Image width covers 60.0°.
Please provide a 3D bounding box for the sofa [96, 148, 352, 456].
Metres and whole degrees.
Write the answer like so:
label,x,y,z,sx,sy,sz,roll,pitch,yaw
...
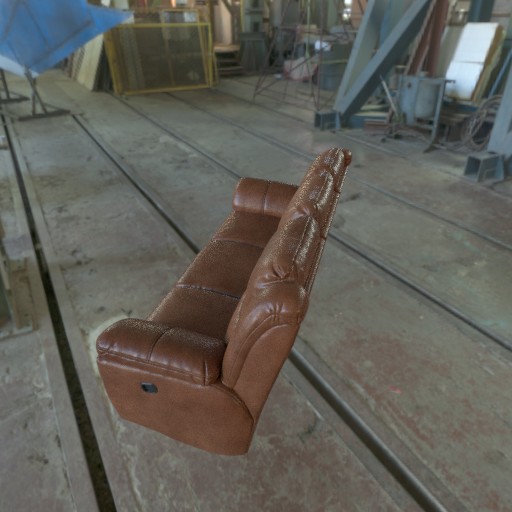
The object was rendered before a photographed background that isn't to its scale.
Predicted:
label,x,y,z,sx,sy,sz,roll,pitch,yaw
sofa,0.000,0.000,2.910,0.991,1.043,2.337,8,30,13
